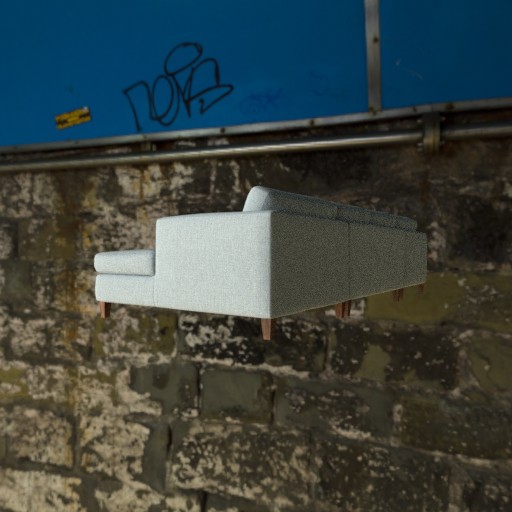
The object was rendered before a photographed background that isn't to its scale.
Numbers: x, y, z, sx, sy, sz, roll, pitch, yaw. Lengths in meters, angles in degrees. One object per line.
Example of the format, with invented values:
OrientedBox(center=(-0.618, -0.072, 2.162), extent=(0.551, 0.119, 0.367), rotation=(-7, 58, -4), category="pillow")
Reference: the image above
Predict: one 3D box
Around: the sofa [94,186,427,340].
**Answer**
OrientedBox(center=(0.000, 0.000, 4.484), extent=(2.551, 0.889, 3.403), rotation=(0, 1, 35), category="sofa")
